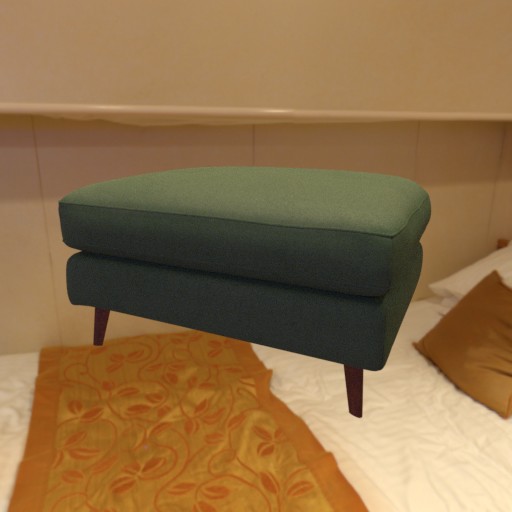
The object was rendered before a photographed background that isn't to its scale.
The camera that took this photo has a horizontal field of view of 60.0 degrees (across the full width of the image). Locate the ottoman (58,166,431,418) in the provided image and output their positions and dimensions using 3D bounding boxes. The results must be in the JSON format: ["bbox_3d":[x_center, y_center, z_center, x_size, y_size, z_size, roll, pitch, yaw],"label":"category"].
[{"bbox_3d":[0.000,0.000,1.174,0.811,0.449,0.608,8,18,25],"label":"ottoman"}]
